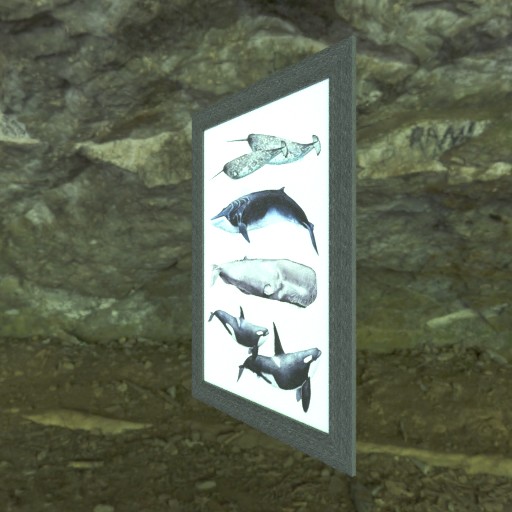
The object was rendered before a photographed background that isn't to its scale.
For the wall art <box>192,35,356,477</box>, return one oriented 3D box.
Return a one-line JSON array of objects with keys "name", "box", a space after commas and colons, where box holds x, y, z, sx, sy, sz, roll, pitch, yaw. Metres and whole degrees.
[{"name": "wall art", "box": [0.000, 0.000, 1.445, 0.016, 1.116, 0.810, 0, 0, -38]}]
